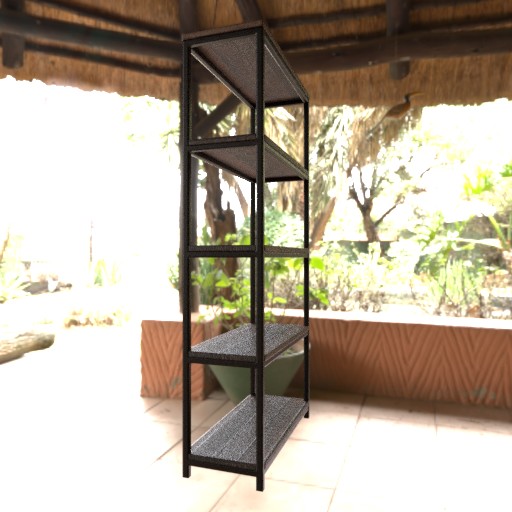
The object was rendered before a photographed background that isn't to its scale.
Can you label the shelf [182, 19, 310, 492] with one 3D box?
[{"bbox_3d":[0.000,0.000,2.214,0.359,1.860,0.874,0,0,19],"label":"shelf"}]
